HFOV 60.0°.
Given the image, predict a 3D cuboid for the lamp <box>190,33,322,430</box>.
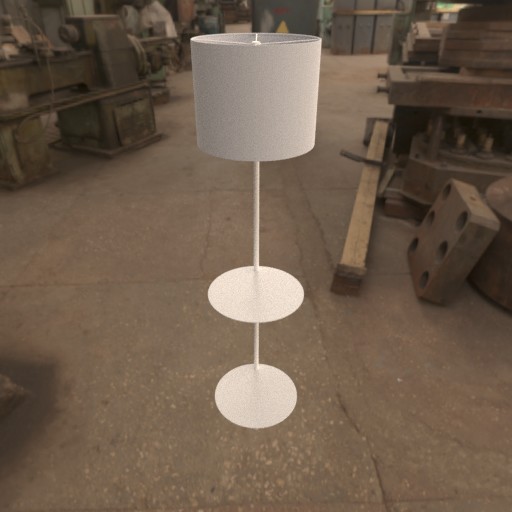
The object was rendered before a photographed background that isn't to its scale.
[{"bbox_3d":[0.000,0.000,1.653,0.372,1.465,0.405,0,31,0],"label":"lamp"}]
